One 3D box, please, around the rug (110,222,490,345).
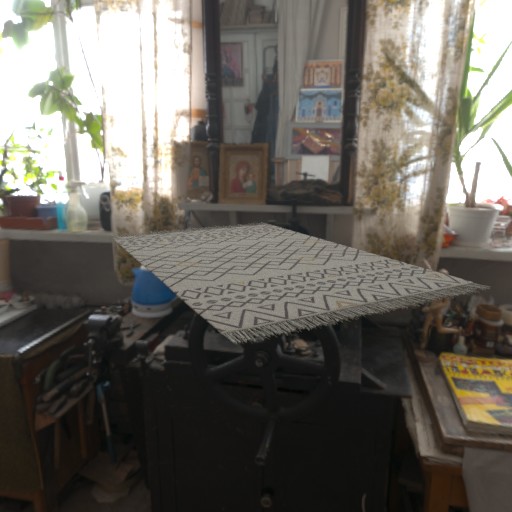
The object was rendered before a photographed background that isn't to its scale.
[{"bbox_3d":[0.000,0.000,3.028,1.495,0.035,2.472,-7,15,-27],"label":"rug"}]
